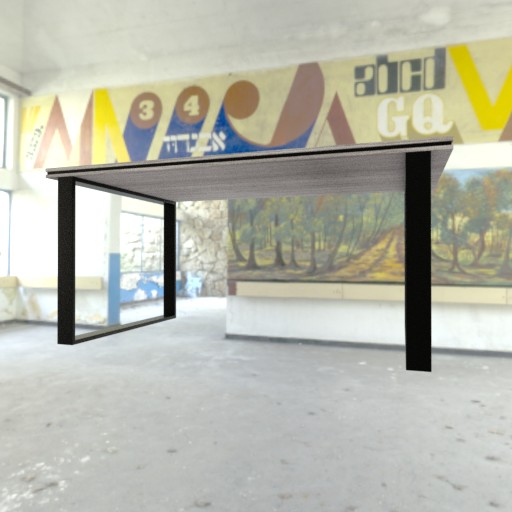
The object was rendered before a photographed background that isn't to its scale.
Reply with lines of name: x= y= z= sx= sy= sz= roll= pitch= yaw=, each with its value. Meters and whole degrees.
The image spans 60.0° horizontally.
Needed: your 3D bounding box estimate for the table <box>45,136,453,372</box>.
table: x=0.000 y=0.000 z=2.036 sx=1.579 sy=0.736 sz=0.881 roll=0 pitch=0 yaw=18
